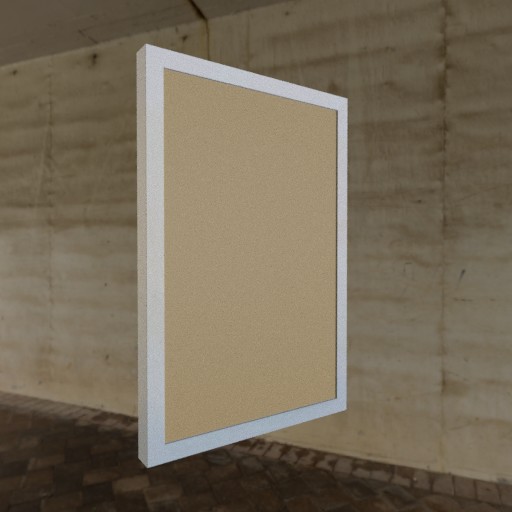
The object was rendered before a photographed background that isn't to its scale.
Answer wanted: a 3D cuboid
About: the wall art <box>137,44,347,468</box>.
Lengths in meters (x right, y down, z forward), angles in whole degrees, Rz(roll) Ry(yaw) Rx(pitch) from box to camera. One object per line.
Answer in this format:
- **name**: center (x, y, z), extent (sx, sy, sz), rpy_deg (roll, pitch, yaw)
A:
- **wall art**: center (0.000, 0.000, 0.768), extent (0.408, 0.611, 0.038), rpy_deg (-1, 1, -35)
